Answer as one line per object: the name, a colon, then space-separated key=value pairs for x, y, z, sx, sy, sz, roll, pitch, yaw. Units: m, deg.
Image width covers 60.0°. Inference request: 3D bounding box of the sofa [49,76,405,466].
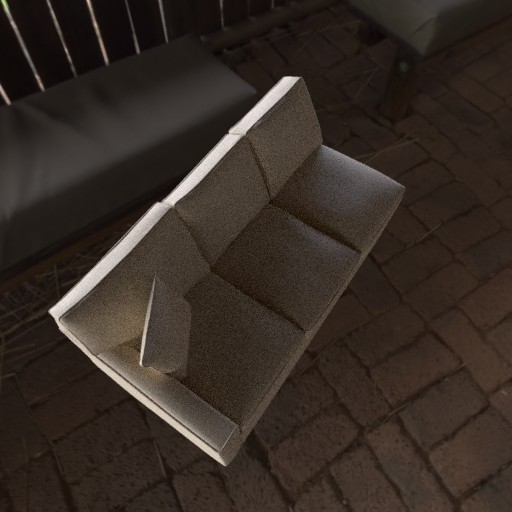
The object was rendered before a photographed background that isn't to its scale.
sofa: x=0.000 y=0.000 z=2.572 sx=1.034 sy=0.946 sz=1.962 roll=31 pitch=64 yaw=17
